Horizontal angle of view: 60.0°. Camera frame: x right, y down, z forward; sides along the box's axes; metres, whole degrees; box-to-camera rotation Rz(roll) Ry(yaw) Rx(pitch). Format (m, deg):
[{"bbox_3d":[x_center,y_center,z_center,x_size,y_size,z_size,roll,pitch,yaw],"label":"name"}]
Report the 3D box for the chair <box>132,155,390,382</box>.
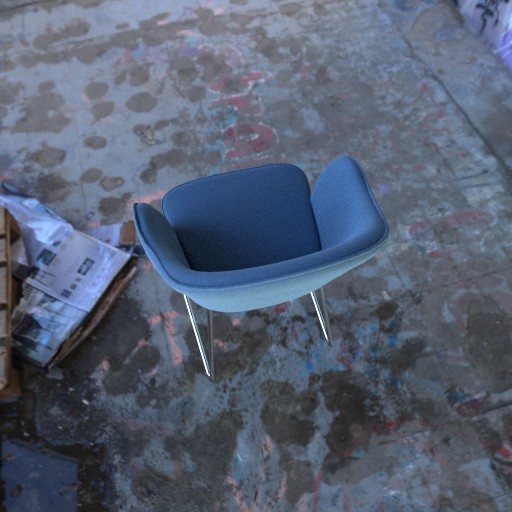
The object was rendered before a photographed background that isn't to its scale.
[{"bbox_3d":[0.000,0.000,1.242,0.570,0.815,0.585,-14,60,-8],"label":"chair"}]
